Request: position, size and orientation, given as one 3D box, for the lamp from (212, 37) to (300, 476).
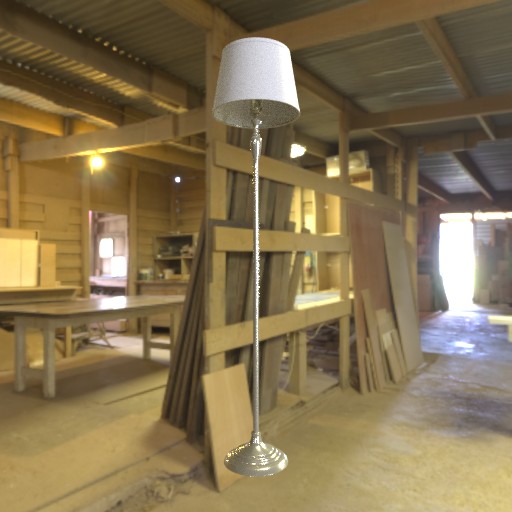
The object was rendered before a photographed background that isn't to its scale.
[{"bbox_3d":[0.000,0.000,1.643,0.327,1.506,0.327,-1,-1,36],"label":"lamp"}]
